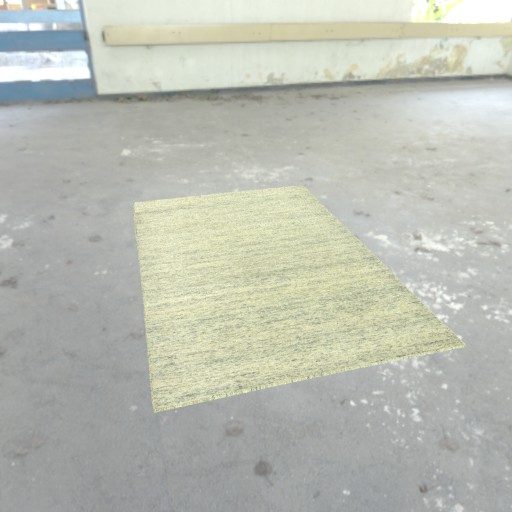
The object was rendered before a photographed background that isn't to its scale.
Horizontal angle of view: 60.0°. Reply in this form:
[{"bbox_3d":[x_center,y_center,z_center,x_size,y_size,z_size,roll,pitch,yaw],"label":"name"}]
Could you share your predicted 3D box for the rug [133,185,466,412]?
[{"bbox_3d":[0.000,0.000,2.402,1.243,0.014,1.846,-8,31,-13],"label":"rug"}]
